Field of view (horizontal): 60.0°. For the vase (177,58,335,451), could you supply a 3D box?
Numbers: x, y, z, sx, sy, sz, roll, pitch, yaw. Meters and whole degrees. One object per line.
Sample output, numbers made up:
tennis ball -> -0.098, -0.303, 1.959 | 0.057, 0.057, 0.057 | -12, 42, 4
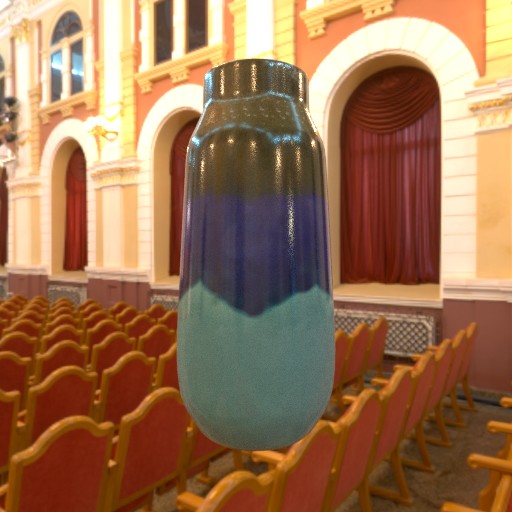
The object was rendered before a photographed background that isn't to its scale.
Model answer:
vase -> 0.000, 0.000, 0.393 | 0.139, 0.313, 0.139 | 0, 0, 0
